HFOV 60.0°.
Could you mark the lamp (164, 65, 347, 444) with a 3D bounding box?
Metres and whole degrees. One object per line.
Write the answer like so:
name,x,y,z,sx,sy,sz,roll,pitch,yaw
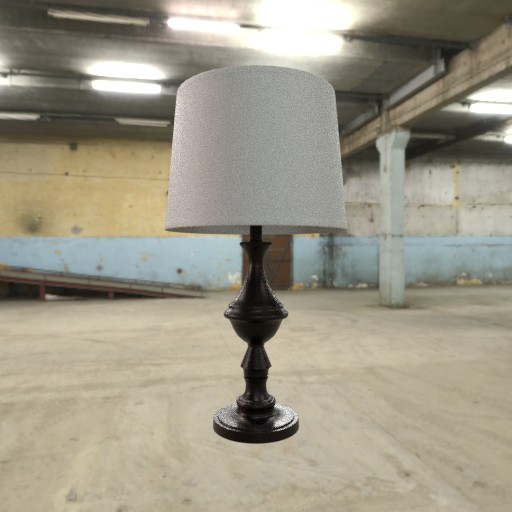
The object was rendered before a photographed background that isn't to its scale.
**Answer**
lamp,0.000,0.000,0.947,0.383,0.726,0.383,0,0,0
